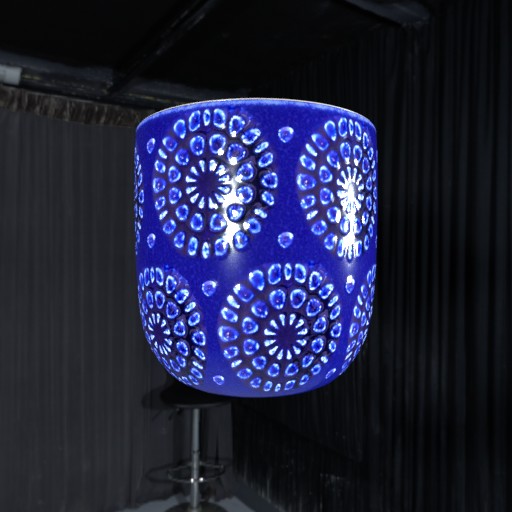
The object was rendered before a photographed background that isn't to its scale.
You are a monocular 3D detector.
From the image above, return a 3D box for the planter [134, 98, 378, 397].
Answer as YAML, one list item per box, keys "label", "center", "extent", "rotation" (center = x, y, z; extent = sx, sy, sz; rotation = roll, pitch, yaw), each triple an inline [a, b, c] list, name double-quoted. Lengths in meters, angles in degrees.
- label: "planter"
  center: [0.000, 0.000, 0.207]
  extent: [0.109, 0.112, 0.109]
  rotation: [0, 1, 0]
